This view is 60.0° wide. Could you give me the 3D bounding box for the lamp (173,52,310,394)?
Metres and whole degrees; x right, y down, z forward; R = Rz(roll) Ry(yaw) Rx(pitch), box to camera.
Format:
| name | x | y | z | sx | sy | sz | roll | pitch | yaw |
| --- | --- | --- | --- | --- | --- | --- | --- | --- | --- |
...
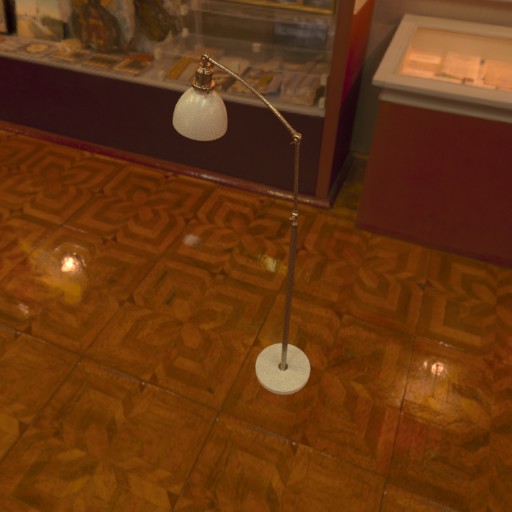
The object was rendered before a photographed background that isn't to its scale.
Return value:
| name | x | y | z | sx | sy | sz | roll | pitch | yaw |
| --- | --- | --- | --- | --- | --- | --- | --- | --- | --- |
| lamp | 0.000 | 0.000 | 1.840 | 0.599 | 1.586 | 0.288 | 18 | 48 | 17 |
